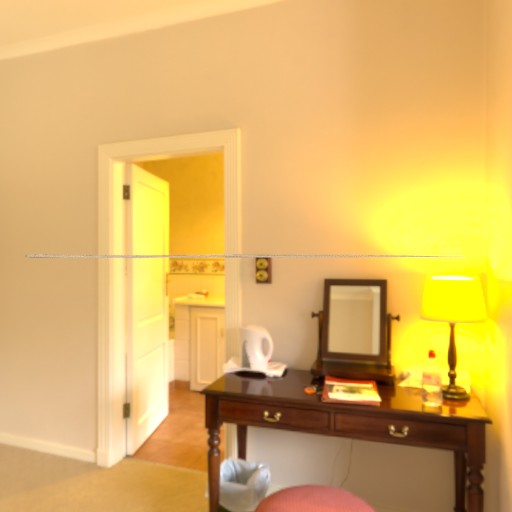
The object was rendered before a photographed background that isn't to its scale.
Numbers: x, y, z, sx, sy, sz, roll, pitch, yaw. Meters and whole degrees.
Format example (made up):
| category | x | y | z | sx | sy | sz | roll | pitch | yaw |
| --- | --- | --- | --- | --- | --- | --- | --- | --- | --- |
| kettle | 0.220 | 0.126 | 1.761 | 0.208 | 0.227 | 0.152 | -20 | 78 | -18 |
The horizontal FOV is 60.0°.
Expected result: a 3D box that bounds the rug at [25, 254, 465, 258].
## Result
| category | x | y | z | sx | sy | sz | roll | pitch | yaw |
| --- | --- | --- | --- | --- | --- | --- | --- | --- | --- |
| rug | 0.000 | 0.000 | 2.689 | 2.383 | 0.018 | 0.857 | 0 | 0 | -18 |
